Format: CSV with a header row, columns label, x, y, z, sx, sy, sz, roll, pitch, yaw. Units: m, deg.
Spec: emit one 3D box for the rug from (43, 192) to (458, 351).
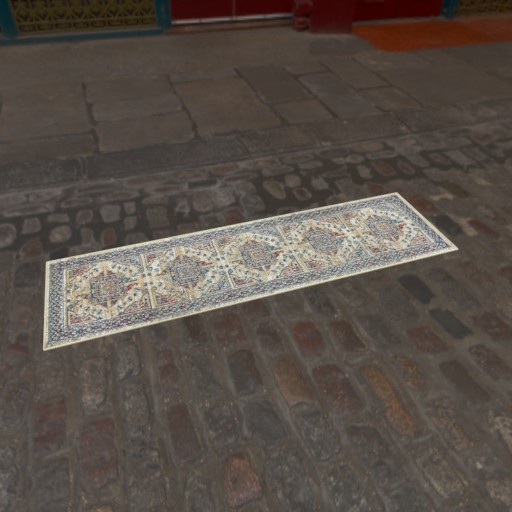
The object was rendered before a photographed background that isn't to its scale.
label,x,y,z,sx,sy,sz,roll,pitch,yaw
rug,0.000,0.000,2.567,2.297,0.013,0.661,-12,42,-14
